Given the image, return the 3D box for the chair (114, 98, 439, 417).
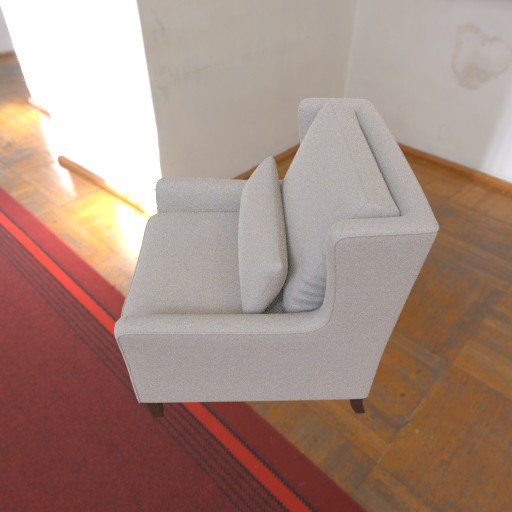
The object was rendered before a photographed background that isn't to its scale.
[{"bbox_3d":[0.000,0.000,1.891,1.040,1.056,0.982,-1,41,-1],"label":"chair"}]
